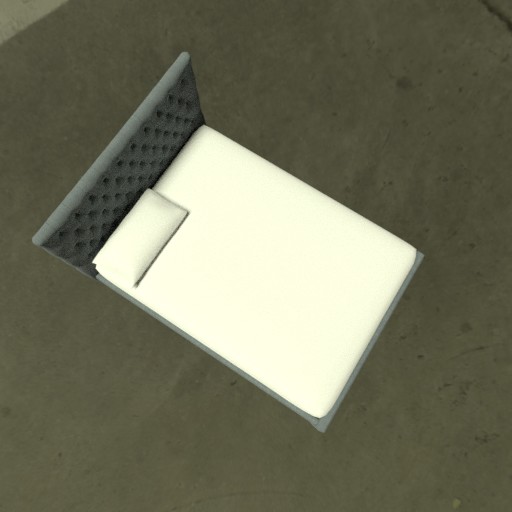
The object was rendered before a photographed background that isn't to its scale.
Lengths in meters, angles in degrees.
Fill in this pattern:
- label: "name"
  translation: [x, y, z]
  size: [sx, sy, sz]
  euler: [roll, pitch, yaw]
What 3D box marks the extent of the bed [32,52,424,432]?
- label: "bed"
  translation: [0.000, 0.000, 3.478]
  size: [2.335, 1.411, 1.698]
  euler: [32, 78, 8]
